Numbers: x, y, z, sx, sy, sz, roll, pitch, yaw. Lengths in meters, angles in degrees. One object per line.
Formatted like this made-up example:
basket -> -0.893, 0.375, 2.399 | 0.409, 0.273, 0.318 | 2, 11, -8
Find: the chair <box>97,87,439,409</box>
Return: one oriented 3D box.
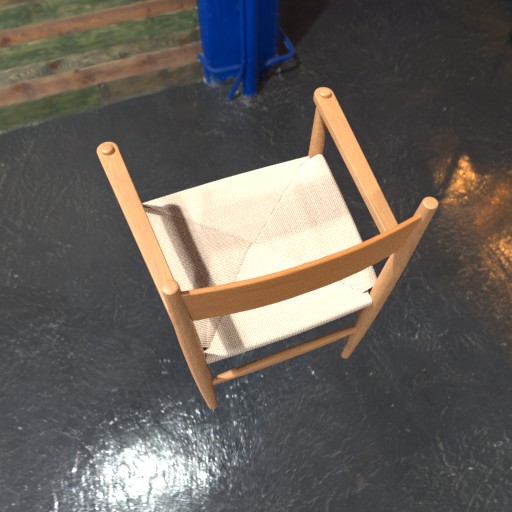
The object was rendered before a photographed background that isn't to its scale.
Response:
chair -> 0.000, 0.000, 1.092 | 0.556, 0.762, 0.495 | -18, 60, -11
